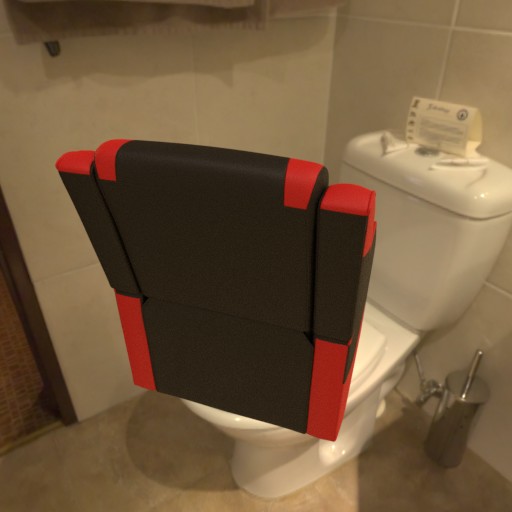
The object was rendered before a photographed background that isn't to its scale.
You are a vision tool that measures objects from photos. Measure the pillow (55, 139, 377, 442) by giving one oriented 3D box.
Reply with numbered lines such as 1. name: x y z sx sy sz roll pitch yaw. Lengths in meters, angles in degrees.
1. pillow: 0.000 0.000 1.236 0.620 0.805 0.672 10 34 16
